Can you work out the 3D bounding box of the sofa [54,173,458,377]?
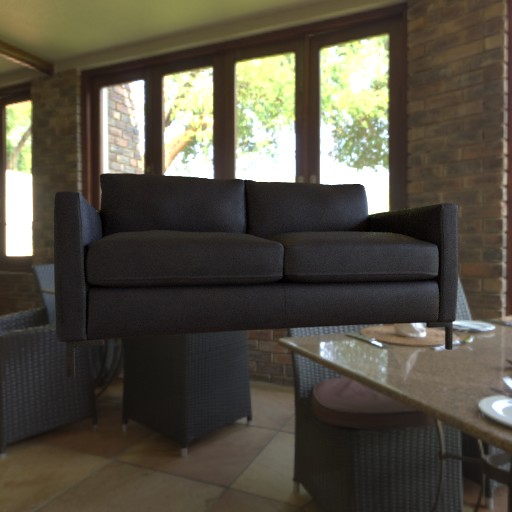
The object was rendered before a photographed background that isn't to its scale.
[{"bbox_3d":[0.000,0.000,2.248,1.805,0.883,0.947,0,1,-18],"label":"sofa"}]
